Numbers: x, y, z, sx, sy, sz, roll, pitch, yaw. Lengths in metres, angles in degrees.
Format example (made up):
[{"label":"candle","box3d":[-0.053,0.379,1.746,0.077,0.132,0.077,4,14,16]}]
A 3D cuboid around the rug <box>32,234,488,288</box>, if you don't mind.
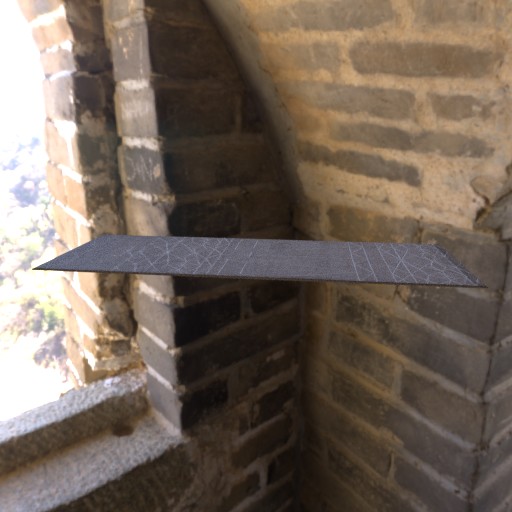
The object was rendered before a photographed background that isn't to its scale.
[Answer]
[{"label":"rug","box3d":[0.000,0.000,2.715,2.388,0.012,0.864,2,16,7]}]
